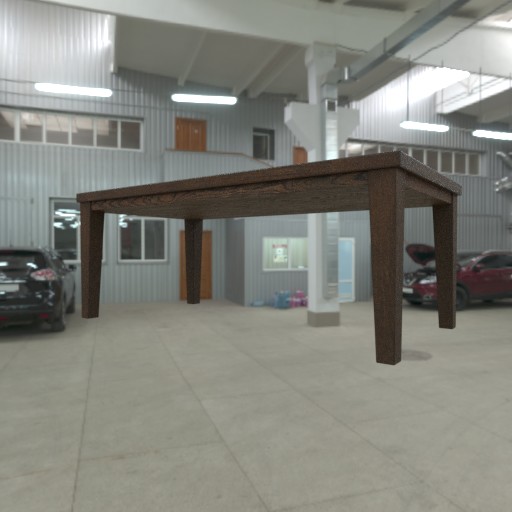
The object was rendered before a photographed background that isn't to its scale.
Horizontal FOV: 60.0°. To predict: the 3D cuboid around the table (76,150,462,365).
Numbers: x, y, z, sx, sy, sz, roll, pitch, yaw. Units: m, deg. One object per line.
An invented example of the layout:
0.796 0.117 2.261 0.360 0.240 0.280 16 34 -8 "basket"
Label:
0.000 0.000 2.542 1.981 0.762 1.016 0 1 36 "table"
